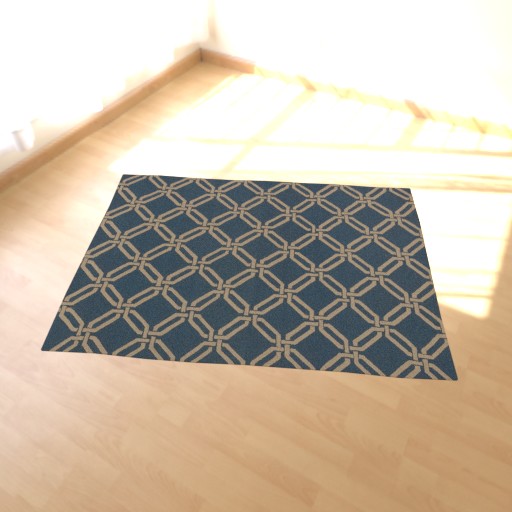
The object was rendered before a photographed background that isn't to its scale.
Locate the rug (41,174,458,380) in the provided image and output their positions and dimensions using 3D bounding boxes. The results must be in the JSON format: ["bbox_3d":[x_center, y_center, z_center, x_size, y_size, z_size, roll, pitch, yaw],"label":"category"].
[{"bbox_3d":[0.000,0.000,2.746,2.135,0.013,1.524,3,47,3],"label":"rug"}]
